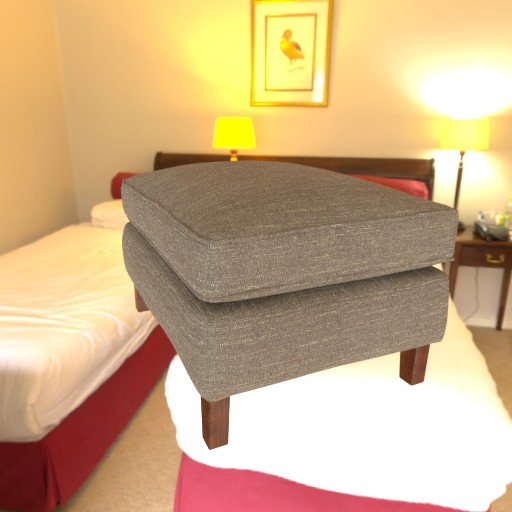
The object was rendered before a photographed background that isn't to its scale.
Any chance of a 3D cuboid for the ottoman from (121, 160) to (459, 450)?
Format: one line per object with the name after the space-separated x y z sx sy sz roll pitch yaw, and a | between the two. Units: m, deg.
0.000 0.000 0.986 0.508 0.406 0.686 -8 19 -24 | ottoman
